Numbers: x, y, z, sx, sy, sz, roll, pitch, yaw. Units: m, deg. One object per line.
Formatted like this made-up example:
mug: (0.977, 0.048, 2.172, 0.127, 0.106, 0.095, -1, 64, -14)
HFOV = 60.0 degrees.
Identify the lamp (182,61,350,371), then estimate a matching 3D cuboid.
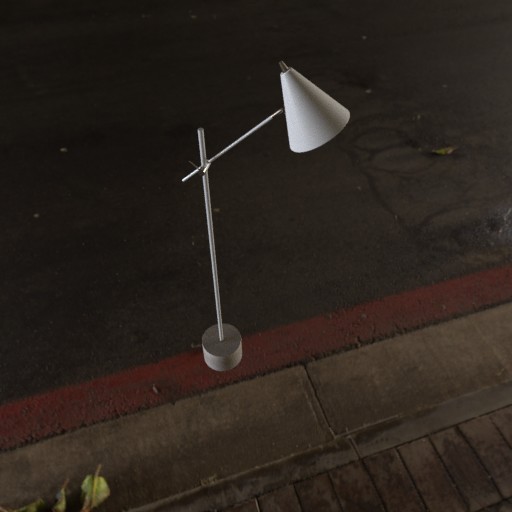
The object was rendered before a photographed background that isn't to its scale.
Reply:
lamp: (0.000, 0.000, 1.639, 0.508, 1.430, 0.223, 10, 47, 10)
